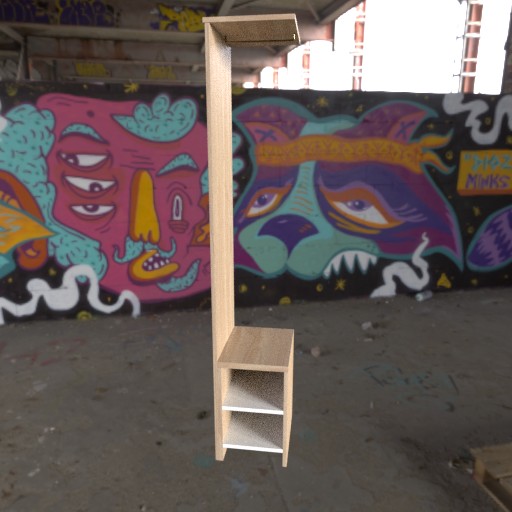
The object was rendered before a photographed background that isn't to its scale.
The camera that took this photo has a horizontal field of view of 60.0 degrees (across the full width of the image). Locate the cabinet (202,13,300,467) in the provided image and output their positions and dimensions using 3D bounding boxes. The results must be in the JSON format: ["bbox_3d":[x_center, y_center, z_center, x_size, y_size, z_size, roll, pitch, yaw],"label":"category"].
[{"bbox_3d":[0.000,0.000,2.013,0.338,1.879,0.411,2,14,8],"label":"cabinet"}]
